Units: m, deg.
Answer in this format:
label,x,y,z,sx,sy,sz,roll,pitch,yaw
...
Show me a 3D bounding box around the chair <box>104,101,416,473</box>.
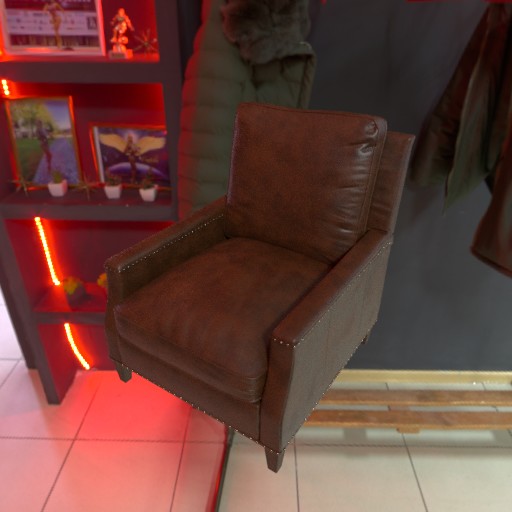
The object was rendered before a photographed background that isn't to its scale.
label,x,y,z,sx,sy,sz,roll,pitch,yaw
chair,0.000,0.000,1.817,0.854,1.054,1.035,18,34,29
